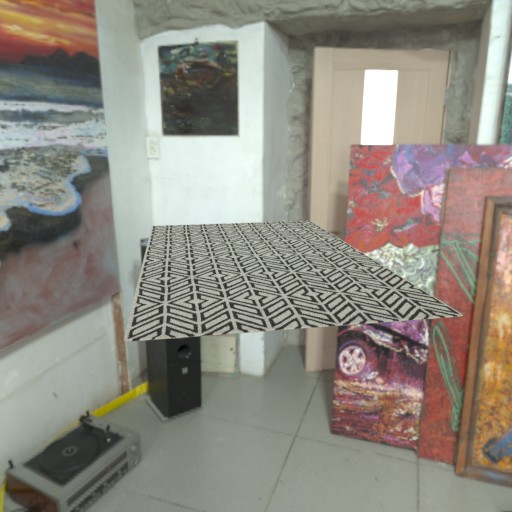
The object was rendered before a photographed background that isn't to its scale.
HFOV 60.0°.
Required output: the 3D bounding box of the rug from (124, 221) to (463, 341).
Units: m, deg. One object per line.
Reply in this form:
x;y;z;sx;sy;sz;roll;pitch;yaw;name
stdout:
0.000;0.000;3.075;1.523;0.008;2.438;-3;15;-10;rug
